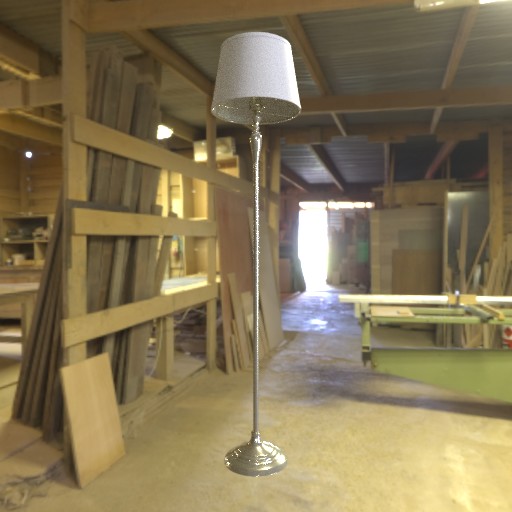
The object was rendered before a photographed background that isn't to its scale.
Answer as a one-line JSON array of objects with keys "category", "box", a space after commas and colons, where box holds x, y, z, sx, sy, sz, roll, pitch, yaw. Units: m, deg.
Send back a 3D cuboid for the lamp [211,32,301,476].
[{"category": "lamp", "box": [0.000, 0.000, 1.623, 0.327, 1.506, 0.327, 0, 1, 19]}]
